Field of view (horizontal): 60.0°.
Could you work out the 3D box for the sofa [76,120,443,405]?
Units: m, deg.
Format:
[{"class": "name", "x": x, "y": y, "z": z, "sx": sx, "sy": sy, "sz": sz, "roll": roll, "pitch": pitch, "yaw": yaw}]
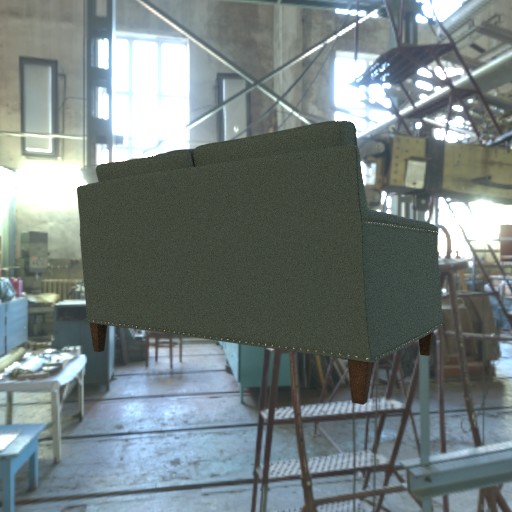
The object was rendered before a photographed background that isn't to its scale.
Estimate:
[{"class": "sofa", "x": 0.000, "y": 0.000, "z": 2.263, "sx": 1.597, "sy": 1.003, "sz": 1.084, "roll": 0, "pitch": 0, "yaw": 35}]
